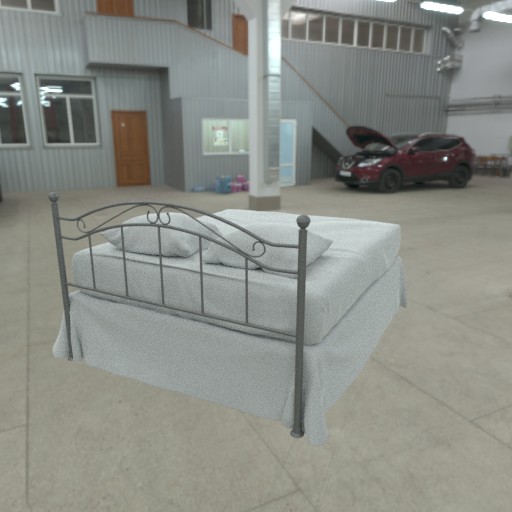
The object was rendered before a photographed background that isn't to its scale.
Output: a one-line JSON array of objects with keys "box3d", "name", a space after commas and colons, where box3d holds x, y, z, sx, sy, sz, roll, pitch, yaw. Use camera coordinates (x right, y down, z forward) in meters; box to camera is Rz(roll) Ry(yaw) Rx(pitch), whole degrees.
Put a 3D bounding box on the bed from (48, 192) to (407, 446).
[{"box3d": [0.000, 0.000, 3.274, 1.936, 1.080, 2.215, 8, 17, 27], "name": "bed"}]
